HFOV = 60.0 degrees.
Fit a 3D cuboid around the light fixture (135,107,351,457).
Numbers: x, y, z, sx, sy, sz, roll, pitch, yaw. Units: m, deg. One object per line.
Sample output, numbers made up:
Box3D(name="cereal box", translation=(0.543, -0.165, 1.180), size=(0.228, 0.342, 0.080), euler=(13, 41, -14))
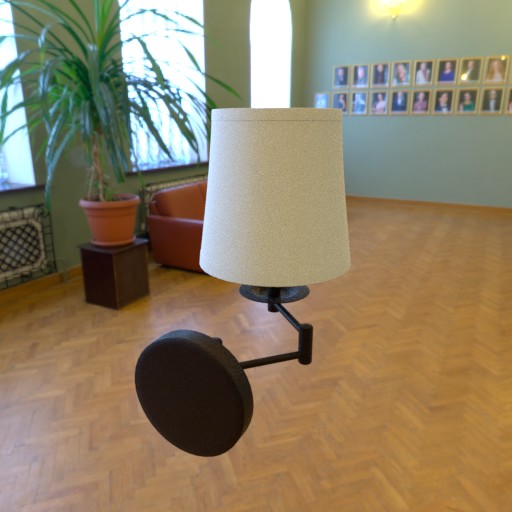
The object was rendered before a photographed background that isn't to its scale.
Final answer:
Box3D(name="light fixture", translation=(0.000, 0.000, 0.272), size=(0.100, 0.172, 0.157), euler=(8, 18, 25))
